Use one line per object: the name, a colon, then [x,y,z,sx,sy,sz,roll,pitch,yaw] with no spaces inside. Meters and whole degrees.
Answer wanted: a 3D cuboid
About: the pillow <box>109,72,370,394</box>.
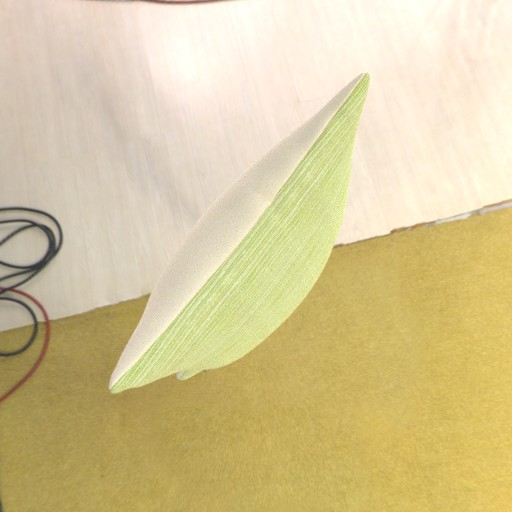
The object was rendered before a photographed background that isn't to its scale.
pillow: [0.000,0.000,0.798,0.229,0.487,0.560,37,79,8]
